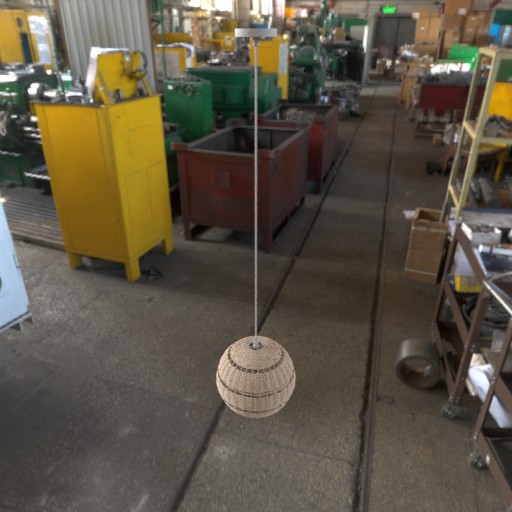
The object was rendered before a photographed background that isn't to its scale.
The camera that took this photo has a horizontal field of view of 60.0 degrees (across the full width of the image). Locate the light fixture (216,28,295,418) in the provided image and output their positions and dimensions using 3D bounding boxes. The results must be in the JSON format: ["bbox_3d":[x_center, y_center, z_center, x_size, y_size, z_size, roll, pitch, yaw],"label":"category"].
[{"bbox_3d":[0.000,0.000,2.213,0.457,2.019,0.457,-8,28,-15],"label":"light fixture"}]
